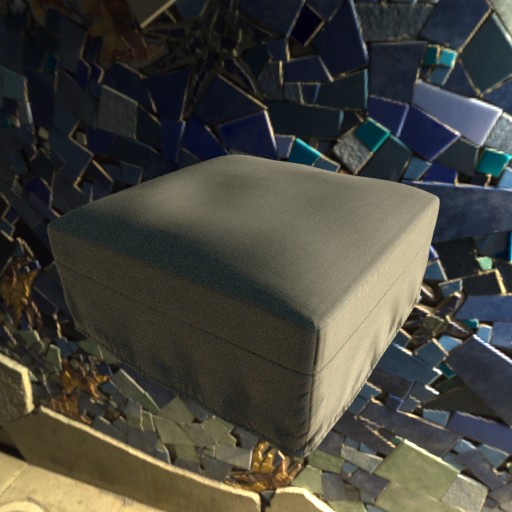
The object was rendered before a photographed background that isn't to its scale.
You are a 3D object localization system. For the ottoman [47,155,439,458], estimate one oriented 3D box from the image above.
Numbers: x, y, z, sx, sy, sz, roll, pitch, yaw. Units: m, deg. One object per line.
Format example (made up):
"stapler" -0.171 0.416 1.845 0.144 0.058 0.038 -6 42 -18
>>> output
"ottoman" 0.000 0.000 1.348 0.843 0.436 0.840 18 33 30
